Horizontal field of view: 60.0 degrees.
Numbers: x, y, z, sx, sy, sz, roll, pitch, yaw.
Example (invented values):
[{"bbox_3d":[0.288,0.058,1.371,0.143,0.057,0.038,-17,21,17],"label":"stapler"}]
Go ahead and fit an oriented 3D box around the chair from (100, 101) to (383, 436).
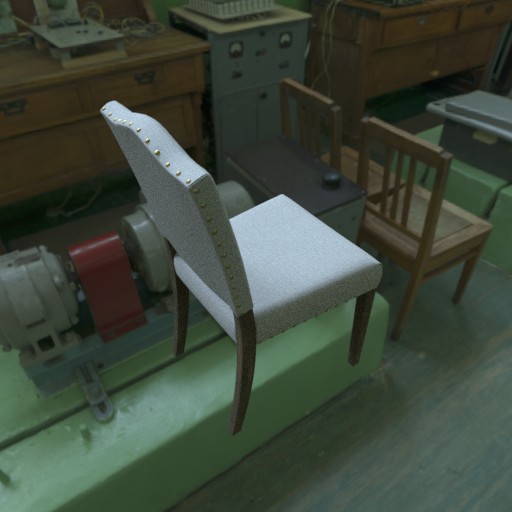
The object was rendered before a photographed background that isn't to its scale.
[{"bbox_3d":[0.000,0.000,1.357,0.620,1.020,0.508,-25,47,-26],"label":"chair"}]
